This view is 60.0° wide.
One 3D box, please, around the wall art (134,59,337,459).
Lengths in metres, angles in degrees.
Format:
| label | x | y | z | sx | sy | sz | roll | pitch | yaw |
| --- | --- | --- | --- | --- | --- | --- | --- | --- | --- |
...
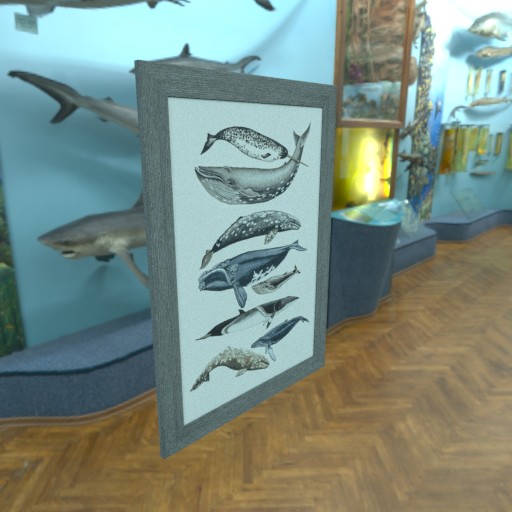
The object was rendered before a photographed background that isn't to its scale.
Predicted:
| label | x | y | z | sx | sy | sz | roll | pitch | yaw |
| --- | --- | --- | --- | --- | --- | --- | --- | --- | --- |
| wall art | 0.000 | 0.000 | 1.410 | 0.768 | 1.070 | 0.020 | -15 | 21 | -43 |
